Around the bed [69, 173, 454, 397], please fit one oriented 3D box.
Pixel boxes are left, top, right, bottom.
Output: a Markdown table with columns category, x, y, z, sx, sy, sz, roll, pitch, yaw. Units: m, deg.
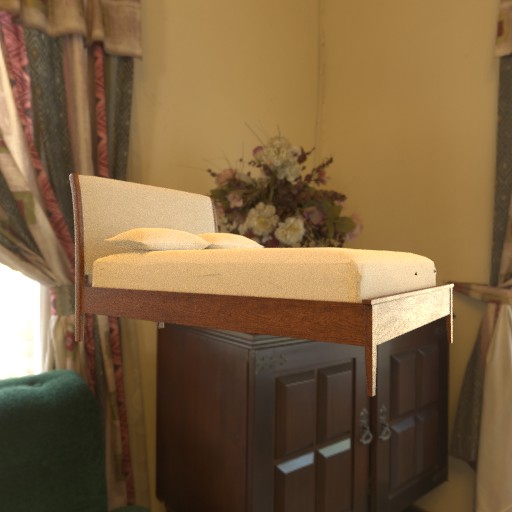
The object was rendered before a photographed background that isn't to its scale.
| category | x | y | z | sx | sy | sz | roll | pitch | yaw |
| --- | --- | --- | --- | --- | --- | --- | --- | --- | --- |
| bed | 0.000 | 0.000 | 3.263 | 2.380 | 1.250 | 1.612 | 0 | -1 | 36 |
